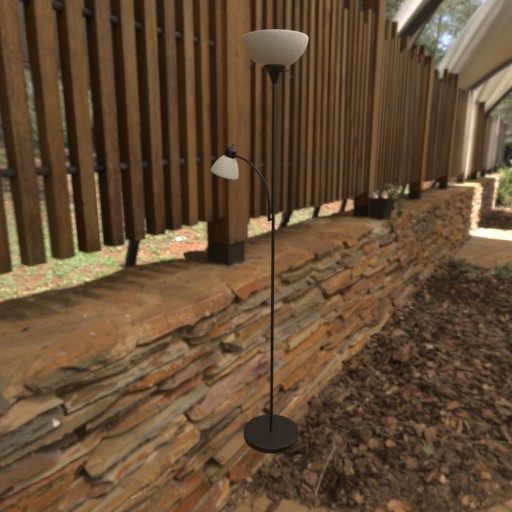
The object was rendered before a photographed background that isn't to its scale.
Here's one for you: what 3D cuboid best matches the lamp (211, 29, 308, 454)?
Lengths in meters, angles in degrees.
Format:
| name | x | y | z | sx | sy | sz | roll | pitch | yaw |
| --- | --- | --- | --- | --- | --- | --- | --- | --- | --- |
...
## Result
| name | x | y | z | sx | sy | sz | roll | pitch | yaw |
| --- | --- | --- | --- | --- | --- | --- | --- | --- | --- |
| lamp | 0.000 | 0.000 | 2.018 | 0.442 | 1.804 | 0.279 | 7 | 15 | 27 |
